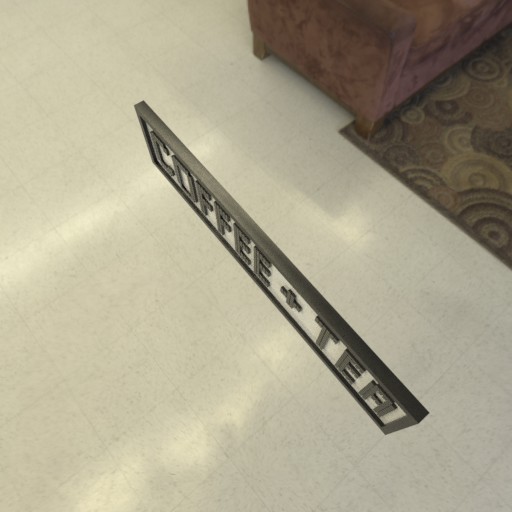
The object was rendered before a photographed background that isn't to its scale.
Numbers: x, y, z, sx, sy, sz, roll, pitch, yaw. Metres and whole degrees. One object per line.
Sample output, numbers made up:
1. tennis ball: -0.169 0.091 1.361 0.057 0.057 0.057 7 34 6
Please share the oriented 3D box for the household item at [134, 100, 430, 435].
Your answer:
1. household item: 0.000 0.000 1.097 0.030 0.236 1.001 -35 68 -16
